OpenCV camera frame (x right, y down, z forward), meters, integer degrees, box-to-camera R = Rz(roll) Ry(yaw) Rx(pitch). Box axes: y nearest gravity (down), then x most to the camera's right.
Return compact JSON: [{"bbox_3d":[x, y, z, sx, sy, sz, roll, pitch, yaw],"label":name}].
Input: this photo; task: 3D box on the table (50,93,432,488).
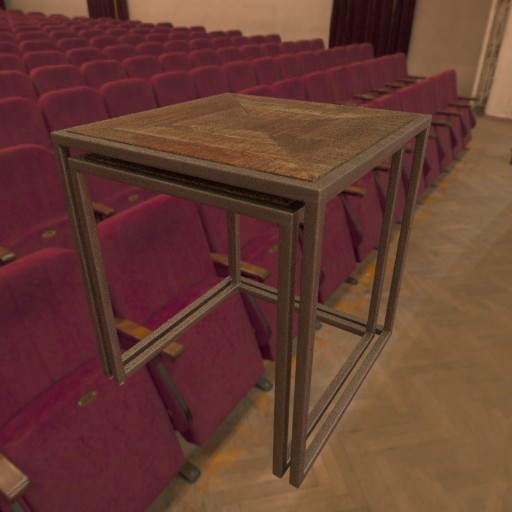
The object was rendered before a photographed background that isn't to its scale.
[{"bbox_3d":[0.000,0.000,0.842,0.450,0.500,0.449,17,33,29],"label":"table"}]
